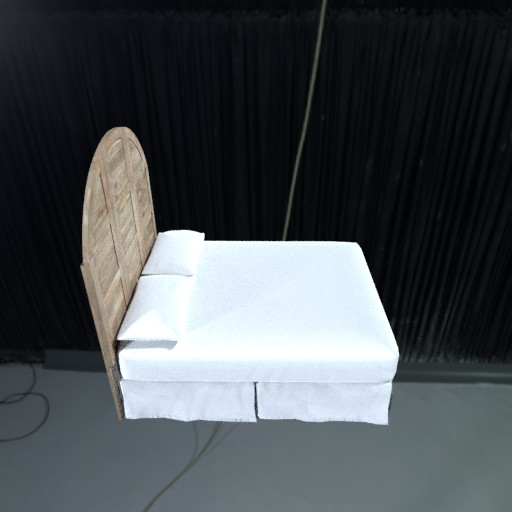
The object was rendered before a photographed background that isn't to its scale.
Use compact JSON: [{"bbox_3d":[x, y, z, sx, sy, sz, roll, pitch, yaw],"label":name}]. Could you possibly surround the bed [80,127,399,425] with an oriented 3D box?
[{"bbox_3d":[0.000,0.000,3.580,2.112,2.002,1.713,0,32,0],"label":"bed"}]
